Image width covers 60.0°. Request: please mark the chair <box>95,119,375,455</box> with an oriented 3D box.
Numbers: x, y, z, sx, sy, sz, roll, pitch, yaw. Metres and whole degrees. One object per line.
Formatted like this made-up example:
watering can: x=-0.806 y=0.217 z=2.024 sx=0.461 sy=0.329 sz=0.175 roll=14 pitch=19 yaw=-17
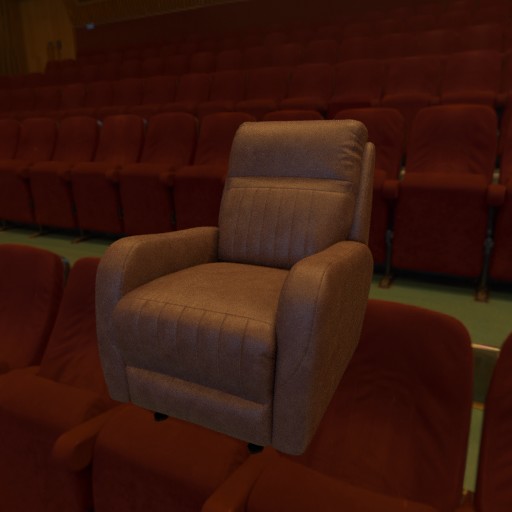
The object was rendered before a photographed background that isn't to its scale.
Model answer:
chair: x=0.000 y=0.000 z=1.786 sx=0.865 sy=1.067 sz=1.067 roll=7 pitch=17 yaw=25
